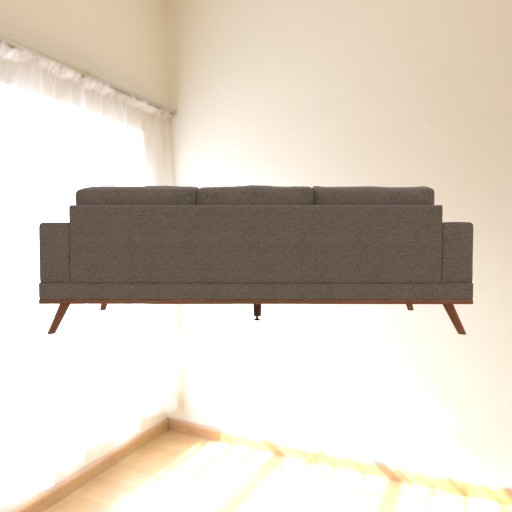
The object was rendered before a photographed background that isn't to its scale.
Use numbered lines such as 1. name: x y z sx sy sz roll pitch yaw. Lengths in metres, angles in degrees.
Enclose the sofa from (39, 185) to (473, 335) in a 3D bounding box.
1. sofa: 0.000 0.000 2.781 2.310 0.810 0.920 0 2 0
